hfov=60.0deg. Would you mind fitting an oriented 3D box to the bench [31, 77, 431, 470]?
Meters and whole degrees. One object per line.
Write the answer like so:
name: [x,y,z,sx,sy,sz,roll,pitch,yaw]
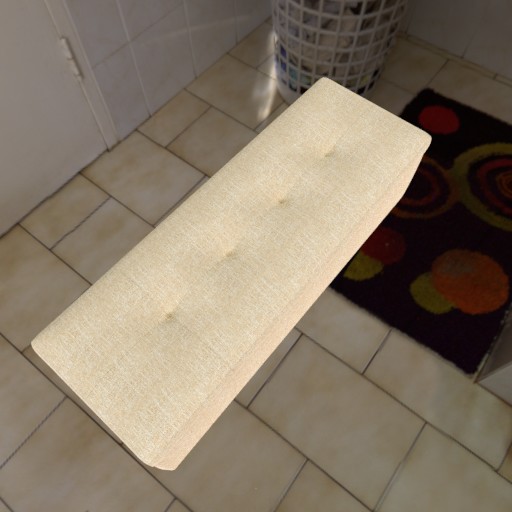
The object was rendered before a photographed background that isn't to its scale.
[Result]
bench: [0.000,0.000,1.376,0.432,0.406,1.219,37,68,17]
